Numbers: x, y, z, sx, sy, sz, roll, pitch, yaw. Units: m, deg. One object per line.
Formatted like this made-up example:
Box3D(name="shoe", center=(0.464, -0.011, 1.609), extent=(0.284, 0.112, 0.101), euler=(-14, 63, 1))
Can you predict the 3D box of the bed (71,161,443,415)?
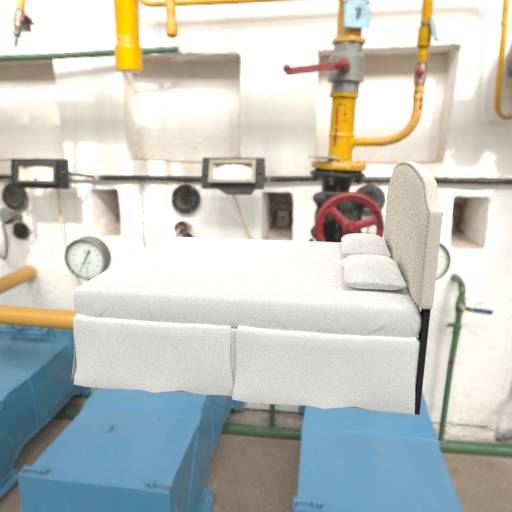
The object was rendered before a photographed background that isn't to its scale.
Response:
Box3D(name="bed", center=(0.000, 0.000, 3.022), extent=(1.999, 1.270, 1.558), euler=(2, 15, 9))
